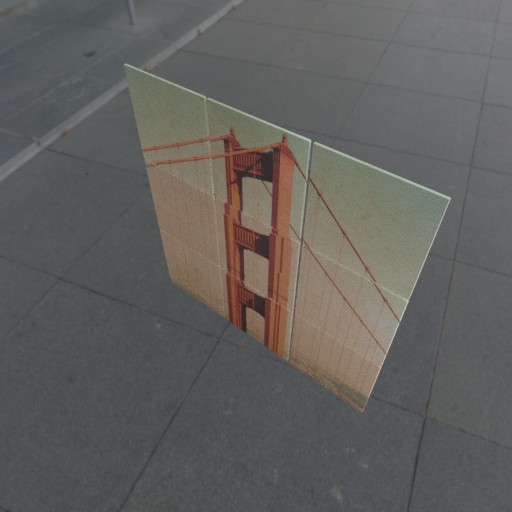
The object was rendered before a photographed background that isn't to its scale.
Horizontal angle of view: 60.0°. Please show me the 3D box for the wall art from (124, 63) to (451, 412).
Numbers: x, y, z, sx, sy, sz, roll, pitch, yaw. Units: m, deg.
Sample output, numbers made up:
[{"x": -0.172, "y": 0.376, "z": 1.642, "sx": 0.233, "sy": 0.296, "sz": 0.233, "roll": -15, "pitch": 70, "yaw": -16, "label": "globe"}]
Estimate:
[{"x": 0.000, "y": 0.000, "z": 2.231, "sx": 1.517, "sy": 1.523, "sz": 0.013, "roll": 30, "pitch": 54, "yaw": 25, "label": "wall art"}]
